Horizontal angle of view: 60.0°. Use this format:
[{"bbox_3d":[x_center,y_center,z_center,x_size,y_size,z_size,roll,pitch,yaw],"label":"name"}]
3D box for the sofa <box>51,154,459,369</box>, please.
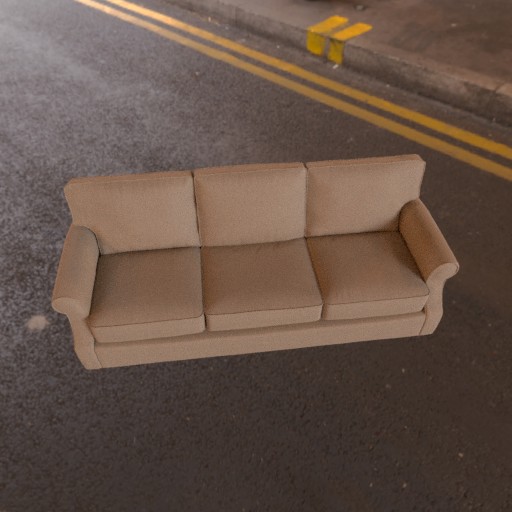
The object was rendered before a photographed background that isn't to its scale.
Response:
[{"bbox_3d":[0.000,0.000,2.824,2.354,0.948,0.966,-5,45,-5],"label":"sofa"}]
